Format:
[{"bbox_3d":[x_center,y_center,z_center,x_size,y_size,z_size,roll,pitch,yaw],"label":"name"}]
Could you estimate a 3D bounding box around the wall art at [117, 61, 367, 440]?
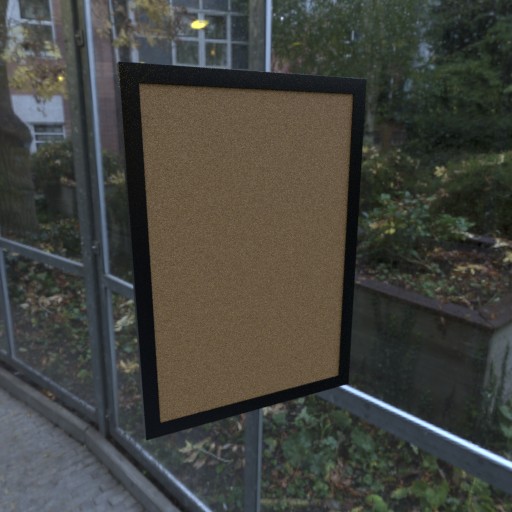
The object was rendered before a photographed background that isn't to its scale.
[{"bbox_3d":[0.000,0.000,0.847,0.462,0.656,0.019,-7,16,-24],"label":"wall art"}]
